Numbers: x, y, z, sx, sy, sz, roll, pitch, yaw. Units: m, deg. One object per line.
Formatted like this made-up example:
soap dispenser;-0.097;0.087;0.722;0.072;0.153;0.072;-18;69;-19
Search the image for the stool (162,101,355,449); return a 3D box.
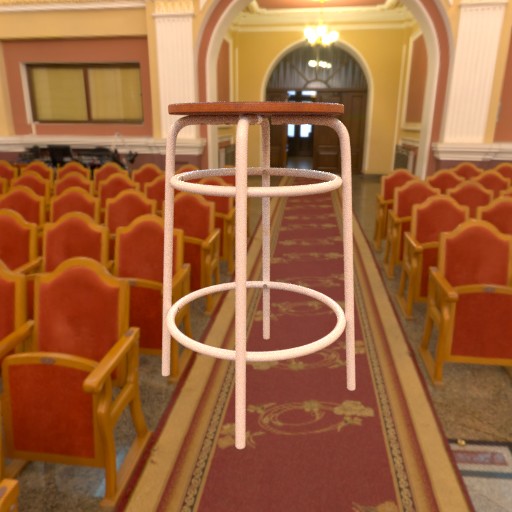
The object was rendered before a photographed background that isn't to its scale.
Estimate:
stool;0.000;0.000;0.947;0.455;0.610;0.455;2;17;7
